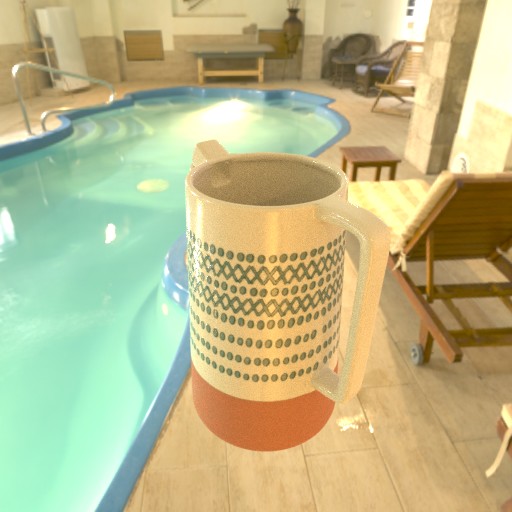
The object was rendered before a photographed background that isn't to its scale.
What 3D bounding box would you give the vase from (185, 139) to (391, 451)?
[{"bbox_3d":[0.000,0.000,0.459,0.168,0.247,0.326,0,30,0],"label":"vase"}]
